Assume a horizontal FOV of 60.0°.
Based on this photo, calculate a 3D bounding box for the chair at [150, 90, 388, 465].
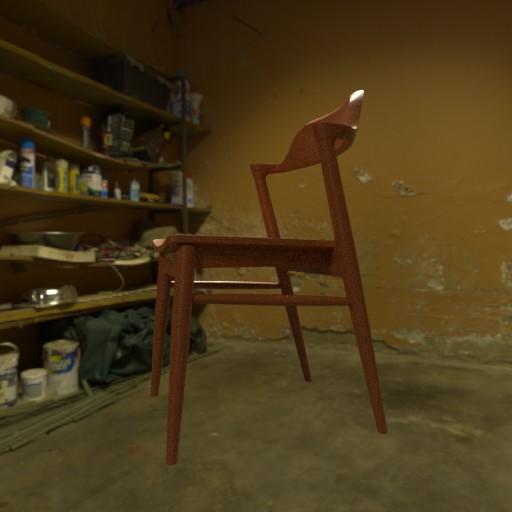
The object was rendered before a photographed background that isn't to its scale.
[{"bbox_3d":[0.000,0.000,1.132,0.499,0.801,0.496,0,1,-17],"label":"chair"}]
